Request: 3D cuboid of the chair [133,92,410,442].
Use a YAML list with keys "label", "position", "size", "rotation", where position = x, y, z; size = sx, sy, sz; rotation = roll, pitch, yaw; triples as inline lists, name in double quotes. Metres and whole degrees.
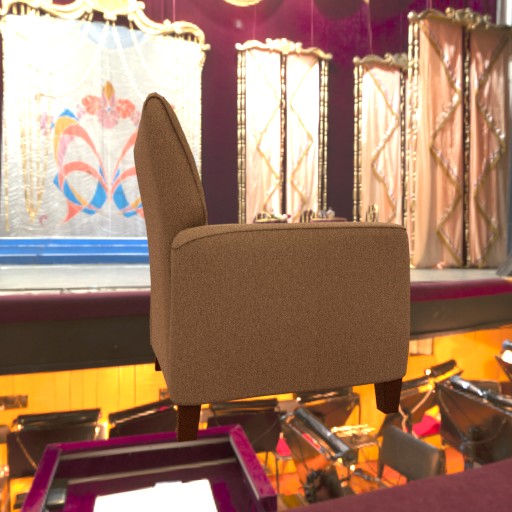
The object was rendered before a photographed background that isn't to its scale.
- label: "chair"
  position: [0.000, 0.000, 1.678]
  size: [0.864, 1.014, 0.848]
  rotation: [-1, 2, -18]
